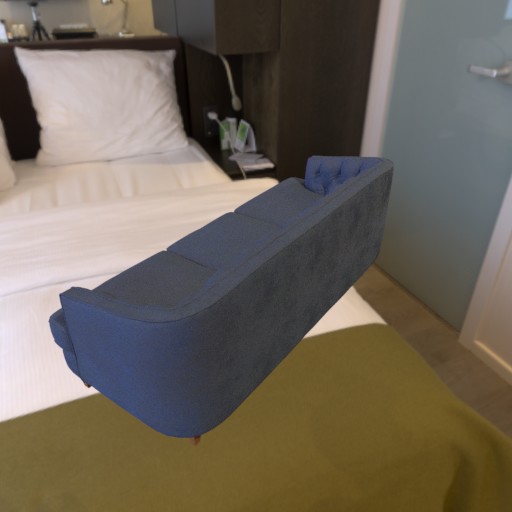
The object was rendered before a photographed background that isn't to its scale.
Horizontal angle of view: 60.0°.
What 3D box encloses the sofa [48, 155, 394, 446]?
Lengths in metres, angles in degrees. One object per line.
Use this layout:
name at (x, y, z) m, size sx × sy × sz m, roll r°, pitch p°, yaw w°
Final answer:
sofa at (0.000, 0.000, 2.728) m, size 0.941 × 0.855 × 2.278 m, roll 21°, pitch 38°, yaw 30°
